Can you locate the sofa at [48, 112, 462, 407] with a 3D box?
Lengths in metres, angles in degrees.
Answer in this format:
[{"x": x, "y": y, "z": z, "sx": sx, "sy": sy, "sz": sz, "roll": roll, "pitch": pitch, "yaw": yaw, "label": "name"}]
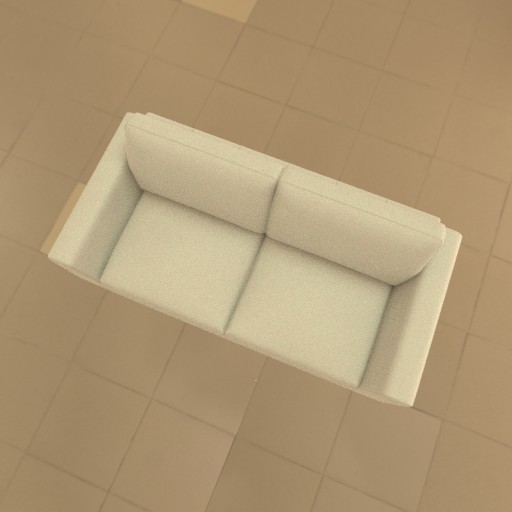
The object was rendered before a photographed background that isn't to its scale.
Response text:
[{"x": 0.000, "y": 0.000, "z": 2.500, "sx": 2.017, "sy": 0.875, "sz": 0.953, "roll": 21, "pitch": 75, "yaw": 6, "label": "sofa"}]
